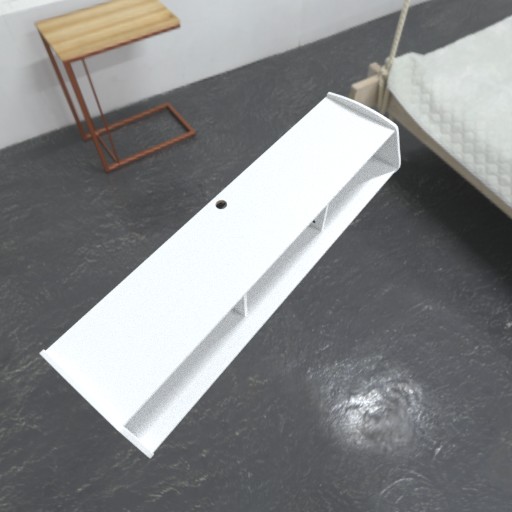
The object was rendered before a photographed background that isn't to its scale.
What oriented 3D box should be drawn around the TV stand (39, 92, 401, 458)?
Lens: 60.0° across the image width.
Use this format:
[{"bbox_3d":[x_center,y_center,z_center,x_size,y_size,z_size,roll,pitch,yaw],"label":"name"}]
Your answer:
[{"bbox_3d":[0.000,0.000,1.662,0.397,0.424,1.473,34,64,20],"label":"TV stand"}]
